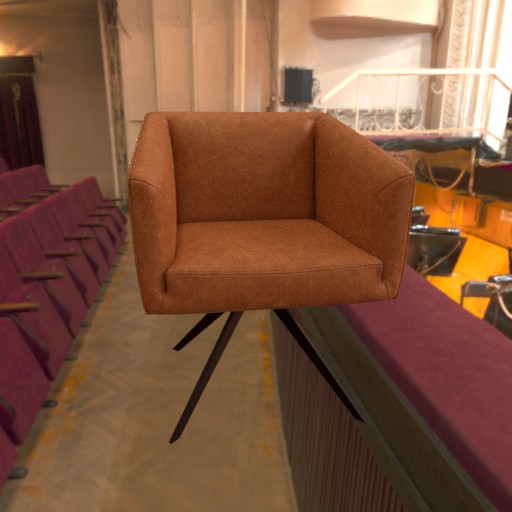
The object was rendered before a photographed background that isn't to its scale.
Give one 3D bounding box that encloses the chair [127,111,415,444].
[{"bbox_3d":[0.000,0.000,1.196,0.588,0.760,0.625,-3,16,-9],"label":"chair"}]
